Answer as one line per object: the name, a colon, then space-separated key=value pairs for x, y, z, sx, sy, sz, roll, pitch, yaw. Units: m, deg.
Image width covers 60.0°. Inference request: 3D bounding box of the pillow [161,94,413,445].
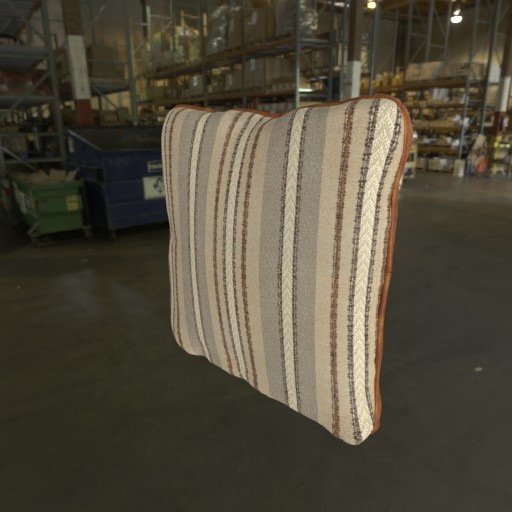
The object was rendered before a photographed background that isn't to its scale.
pillow: x=0.000 y=0.000 z=0.737 sx=0.130 sy=0.490 sz=0.489 roll=-16 pitch=23 yaw=-43
